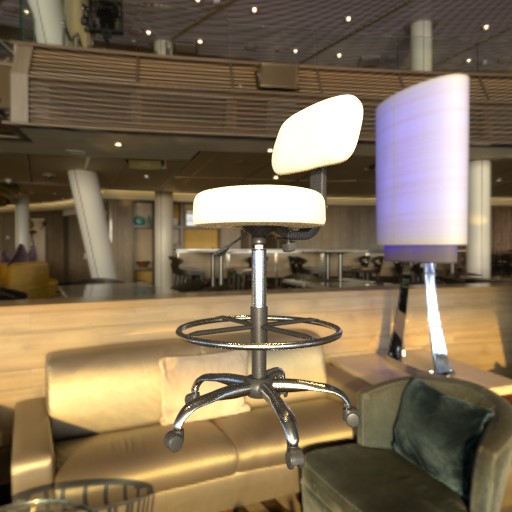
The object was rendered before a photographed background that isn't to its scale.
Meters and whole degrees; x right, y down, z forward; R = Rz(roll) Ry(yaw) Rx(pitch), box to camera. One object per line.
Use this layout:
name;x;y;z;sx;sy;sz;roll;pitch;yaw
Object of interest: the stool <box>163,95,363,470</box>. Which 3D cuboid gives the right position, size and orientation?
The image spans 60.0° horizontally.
stool;0.000;0.000;1.397;0.616;1.080;0.609;0;1;-36
